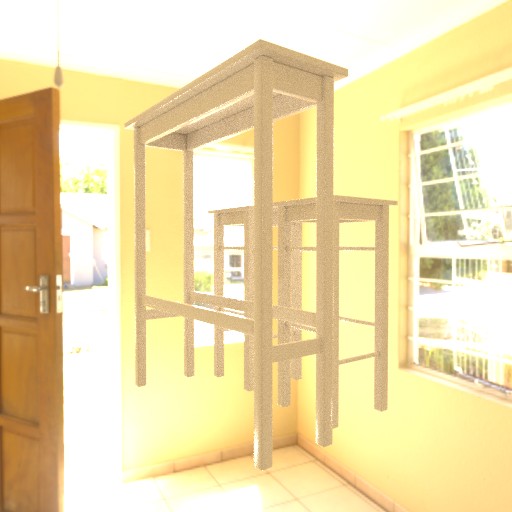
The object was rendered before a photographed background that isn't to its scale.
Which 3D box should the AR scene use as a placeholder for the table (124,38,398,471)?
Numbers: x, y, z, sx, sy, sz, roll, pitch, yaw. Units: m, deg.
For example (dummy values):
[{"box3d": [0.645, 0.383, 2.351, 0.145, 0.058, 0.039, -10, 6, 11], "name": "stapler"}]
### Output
[{"box3d": [0.000, 0.000, 1.629, 0.650, 1.065, 0.915, -1, 2, -36], "name": "table"}]
